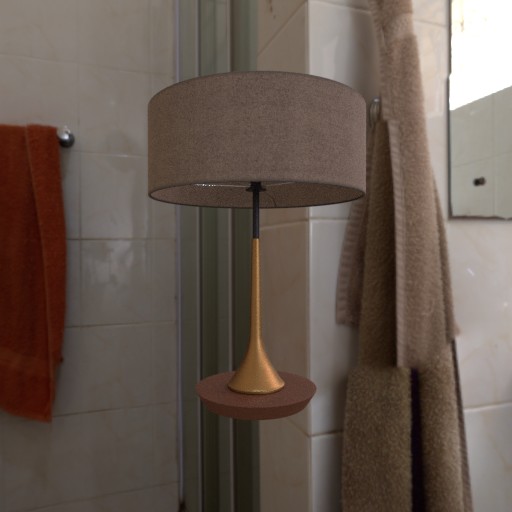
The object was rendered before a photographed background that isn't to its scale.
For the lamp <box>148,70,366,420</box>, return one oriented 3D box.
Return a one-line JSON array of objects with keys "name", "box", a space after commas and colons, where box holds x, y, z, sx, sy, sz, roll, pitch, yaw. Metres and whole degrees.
[{"name": "lamp", "box": [0.000, 0.000, 0.837, 0.396, 0.551, 0.417, 0, 1, -18]}]
